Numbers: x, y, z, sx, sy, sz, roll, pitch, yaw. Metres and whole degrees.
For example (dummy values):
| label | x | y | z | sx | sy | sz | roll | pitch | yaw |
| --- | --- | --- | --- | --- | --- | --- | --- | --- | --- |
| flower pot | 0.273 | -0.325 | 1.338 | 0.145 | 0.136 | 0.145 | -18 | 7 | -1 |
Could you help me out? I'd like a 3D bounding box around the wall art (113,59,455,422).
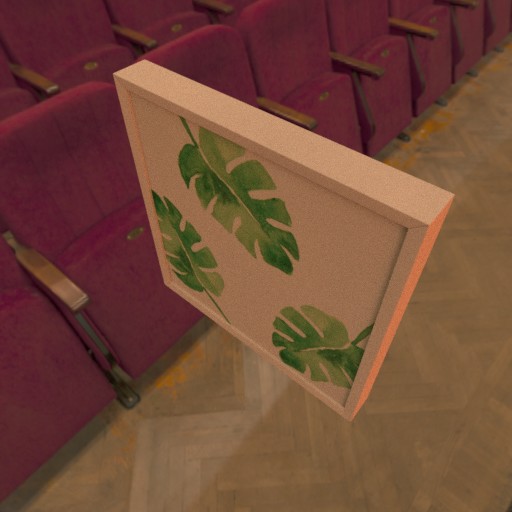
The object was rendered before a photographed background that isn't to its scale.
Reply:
| label | x | y | z | sx | sy | sz | roll | pitch | yaw |
| --- | --- | --- | --- | --- | --- | --- | --- | --- | --- |
| wall art | 0.000 | 0.000 | 0.456 | 0.305 | 0.305 | 0.038 | 32 | 55 | 25 |
